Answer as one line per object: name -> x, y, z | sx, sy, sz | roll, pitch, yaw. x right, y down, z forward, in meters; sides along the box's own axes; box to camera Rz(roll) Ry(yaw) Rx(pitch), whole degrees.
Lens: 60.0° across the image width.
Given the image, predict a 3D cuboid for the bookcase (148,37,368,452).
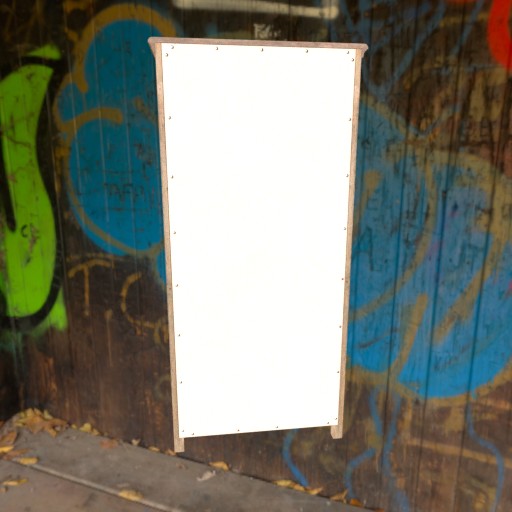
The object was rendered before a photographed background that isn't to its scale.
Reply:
bookcase -> 0.000, 0.000, 2.182 | 0.906, 1.880, 0.348 | -2, 13, -7
